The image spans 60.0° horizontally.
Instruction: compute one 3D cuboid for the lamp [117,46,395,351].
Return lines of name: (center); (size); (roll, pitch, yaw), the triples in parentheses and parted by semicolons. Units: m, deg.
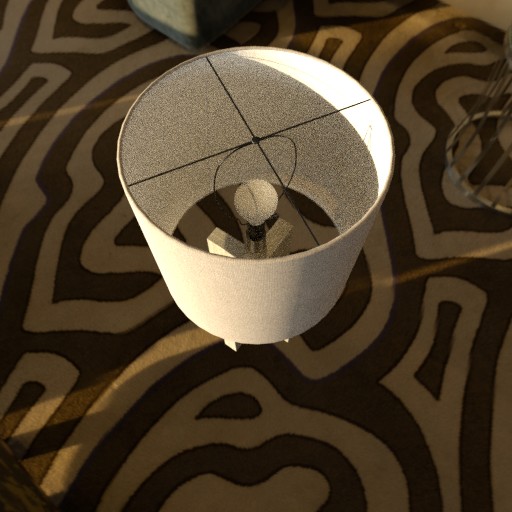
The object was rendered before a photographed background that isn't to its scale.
lamp: (0.000, 0.000, 0.556); (0.229, 0.428, 0.229); (32, 67, 15)
